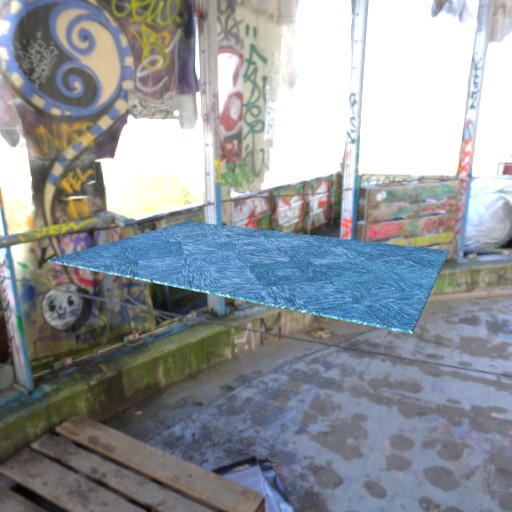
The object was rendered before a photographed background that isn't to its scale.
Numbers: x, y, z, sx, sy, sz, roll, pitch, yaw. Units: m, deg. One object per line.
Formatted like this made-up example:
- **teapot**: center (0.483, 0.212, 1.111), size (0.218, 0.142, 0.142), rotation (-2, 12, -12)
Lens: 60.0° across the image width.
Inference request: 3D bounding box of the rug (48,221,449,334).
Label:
- **rug**: center (0.000, 0.000, 2.992), size (2.277, 0.015, 1.490), rotation (8, 18, 27)
